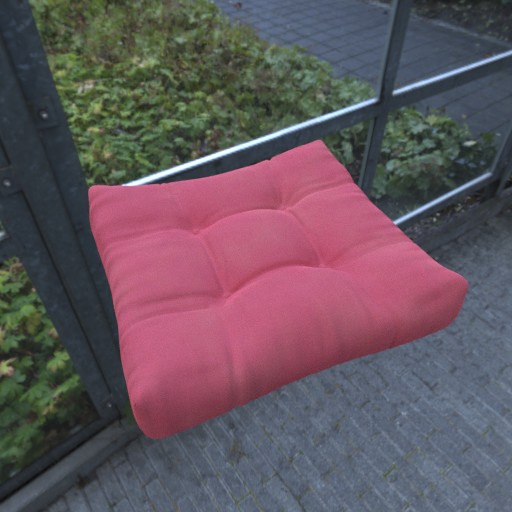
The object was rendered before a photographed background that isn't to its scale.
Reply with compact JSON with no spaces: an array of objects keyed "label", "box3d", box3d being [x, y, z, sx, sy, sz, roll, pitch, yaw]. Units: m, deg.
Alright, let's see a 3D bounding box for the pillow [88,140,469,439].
[{"label":"pillow","box3d":[0.000,0.000,0.741,0.490,0.128,0.468,-16,47,-16]}]
